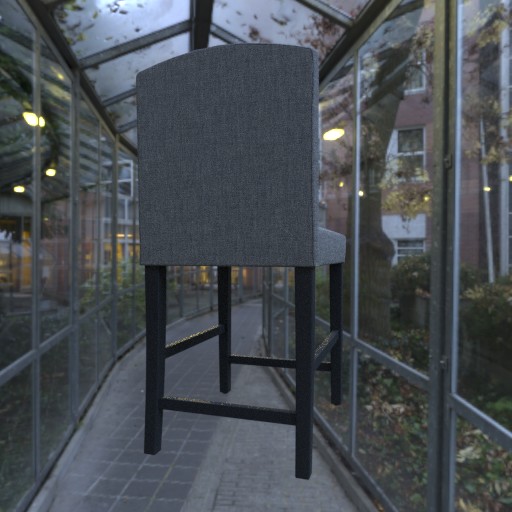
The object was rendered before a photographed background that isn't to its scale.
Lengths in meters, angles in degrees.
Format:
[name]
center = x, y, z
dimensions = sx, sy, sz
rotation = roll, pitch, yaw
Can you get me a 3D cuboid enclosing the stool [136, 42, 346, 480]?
[stool]
center = 0.000, 0.000, 1.265
dimensions = 0.451, 0.966, 0.552
rotation = 0, 0, 18
